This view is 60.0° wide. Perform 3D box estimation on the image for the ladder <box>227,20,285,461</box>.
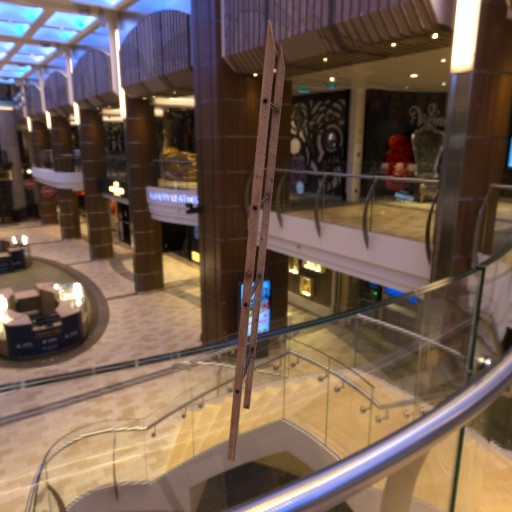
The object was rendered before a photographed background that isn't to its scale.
[{"bbox_3d":[0.000,0.000,1.981,0.200,1.805,0.442,2,14,8],"label":"ladder"}]
